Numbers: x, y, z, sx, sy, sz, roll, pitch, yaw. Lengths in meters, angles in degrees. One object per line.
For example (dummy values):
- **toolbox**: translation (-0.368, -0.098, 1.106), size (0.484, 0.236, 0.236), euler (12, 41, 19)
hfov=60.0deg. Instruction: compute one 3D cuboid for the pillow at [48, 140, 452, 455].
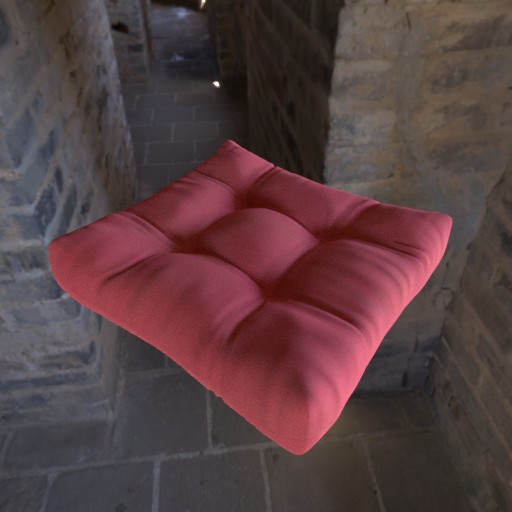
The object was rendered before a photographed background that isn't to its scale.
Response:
- **pillow**: translation (0.000, 0.000, 0.727), size (0.490, 0.128, 0.468), euler (25, 46, 27)
